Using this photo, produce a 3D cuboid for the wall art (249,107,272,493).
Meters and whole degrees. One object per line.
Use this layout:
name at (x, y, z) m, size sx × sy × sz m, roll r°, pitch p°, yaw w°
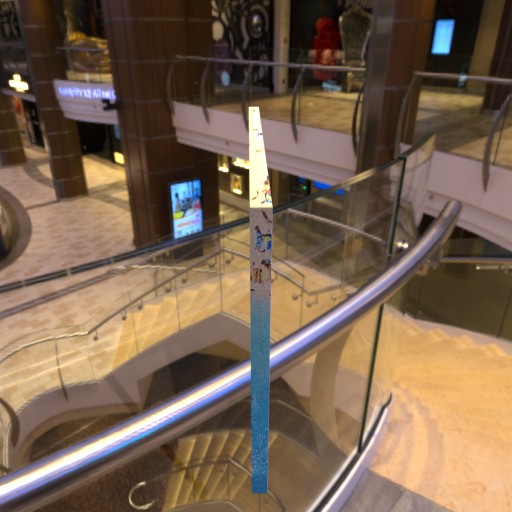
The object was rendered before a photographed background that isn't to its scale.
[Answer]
wall art at (0.000, 0.000, 1.450) m, size 0.040 × 0.769 × 1.136 m, roll 0°, pitch 27°, yaw -1°
